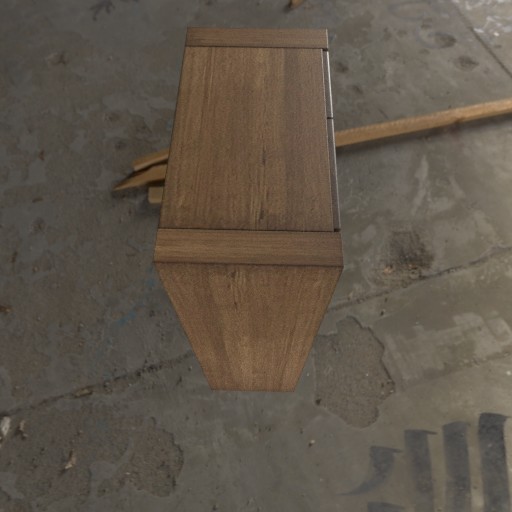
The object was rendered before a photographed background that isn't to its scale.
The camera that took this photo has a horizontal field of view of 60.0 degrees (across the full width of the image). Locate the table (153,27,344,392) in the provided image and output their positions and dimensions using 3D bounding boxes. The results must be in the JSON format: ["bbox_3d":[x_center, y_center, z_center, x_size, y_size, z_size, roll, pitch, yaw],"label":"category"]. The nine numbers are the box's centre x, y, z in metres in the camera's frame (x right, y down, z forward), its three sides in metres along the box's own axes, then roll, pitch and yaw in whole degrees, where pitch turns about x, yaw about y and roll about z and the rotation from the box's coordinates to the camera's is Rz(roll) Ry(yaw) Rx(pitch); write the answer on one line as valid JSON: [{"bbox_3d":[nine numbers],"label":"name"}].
[{"bbox_3d":[0.000,0.000,2.479,0.600,2.000,1.100,1,63,1],"label":"table"}]
